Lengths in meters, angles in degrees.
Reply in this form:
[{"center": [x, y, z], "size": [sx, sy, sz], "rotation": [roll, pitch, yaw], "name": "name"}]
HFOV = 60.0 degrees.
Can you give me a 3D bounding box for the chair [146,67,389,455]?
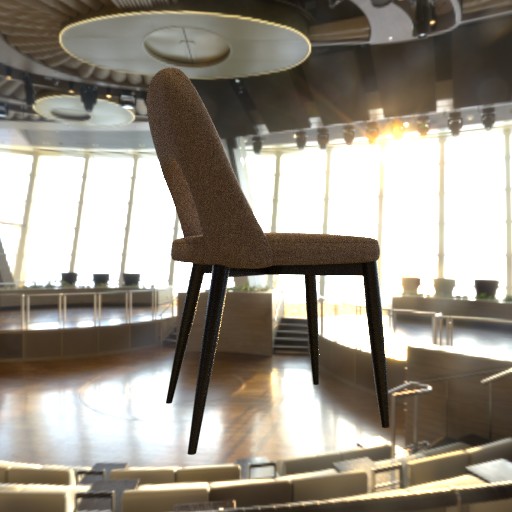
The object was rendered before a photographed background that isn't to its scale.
[{"center": [0.000, 0.000, 1.286], "size": [0.612, 0.931, 0.470], "rotation": [0, 0, -19], "name": "chair"}]
